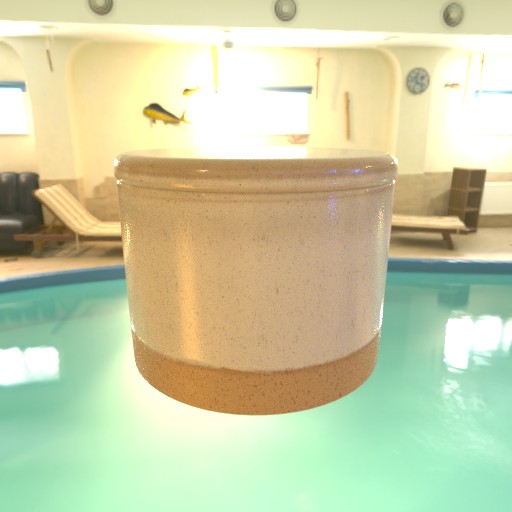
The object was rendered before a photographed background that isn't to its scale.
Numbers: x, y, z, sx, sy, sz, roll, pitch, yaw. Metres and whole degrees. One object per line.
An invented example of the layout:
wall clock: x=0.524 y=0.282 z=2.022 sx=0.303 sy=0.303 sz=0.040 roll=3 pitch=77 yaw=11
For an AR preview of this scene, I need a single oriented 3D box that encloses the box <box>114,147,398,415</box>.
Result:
box: x=0.000 y=0.000 z=0.266 sx=0.154 sy=0.123 sz=0.154 roll=0 pitch=16 yaw=0
